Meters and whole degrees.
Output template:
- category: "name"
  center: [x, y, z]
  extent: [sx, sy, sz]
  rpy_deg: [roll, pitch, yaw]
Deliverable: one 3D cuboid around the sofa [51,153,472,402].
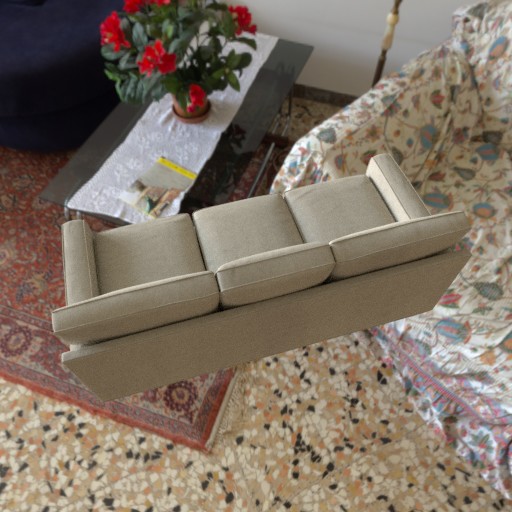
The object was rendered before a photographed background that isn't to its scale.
- category: "sofa"
  center: [0.000, 0.000, 2.582]
  extent: [2.093, 0.862, 0.936]
  rpy_deg: [-14, 57, -9]
